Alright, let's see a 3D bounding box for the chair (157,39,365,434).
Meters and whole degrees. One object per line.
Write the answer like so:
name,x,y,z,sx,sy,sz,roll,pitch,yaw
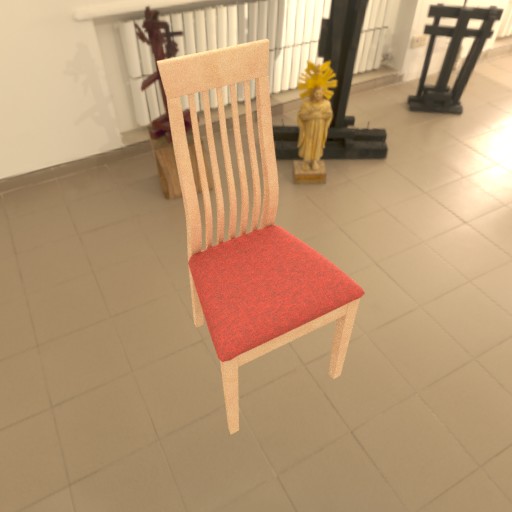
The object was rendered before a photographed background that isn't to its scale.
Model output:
chair,0.000,0.000,1.286,0.460,1.027,0.474,-22,49,-20
